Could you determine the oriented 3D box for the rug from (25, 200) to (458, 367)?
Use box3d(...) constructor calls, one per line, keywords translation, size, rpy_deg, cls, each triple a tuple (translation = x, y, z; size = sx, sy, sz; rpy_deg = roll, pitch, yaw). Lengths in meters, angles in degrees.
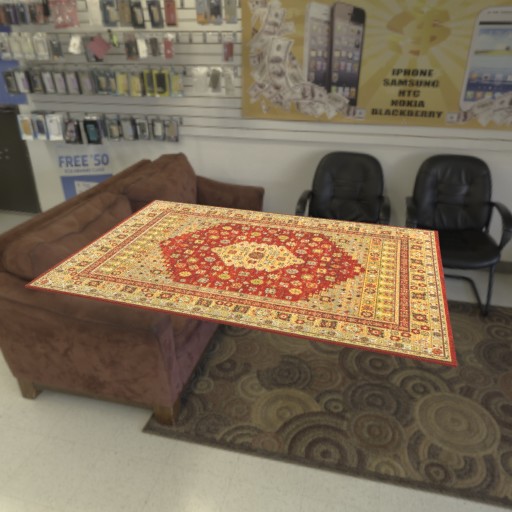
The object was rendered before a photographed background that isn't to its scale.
box3d(translation=(0.000, 0.000, 2.252), size=(1.802, 0.013, 1.194), rpy_deg=(8, 28, 15), cls="rug")
